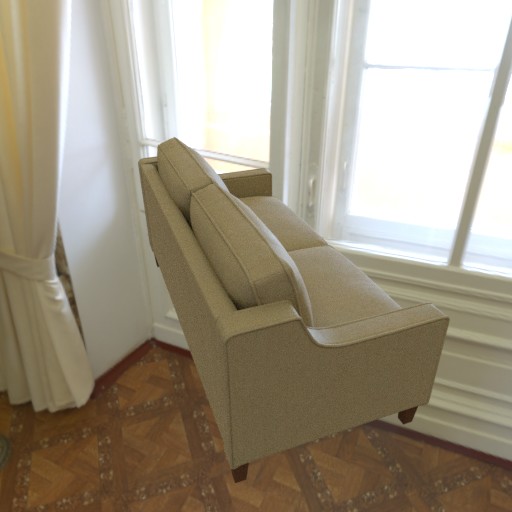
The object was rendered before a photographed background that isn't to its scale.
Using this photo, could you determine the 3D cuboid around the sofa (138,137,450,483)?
[{"bbox_3d":[0.000,0.000,2.753,1.066,1.071,2.178,-11,31,-18],"label":"sofa"}]
